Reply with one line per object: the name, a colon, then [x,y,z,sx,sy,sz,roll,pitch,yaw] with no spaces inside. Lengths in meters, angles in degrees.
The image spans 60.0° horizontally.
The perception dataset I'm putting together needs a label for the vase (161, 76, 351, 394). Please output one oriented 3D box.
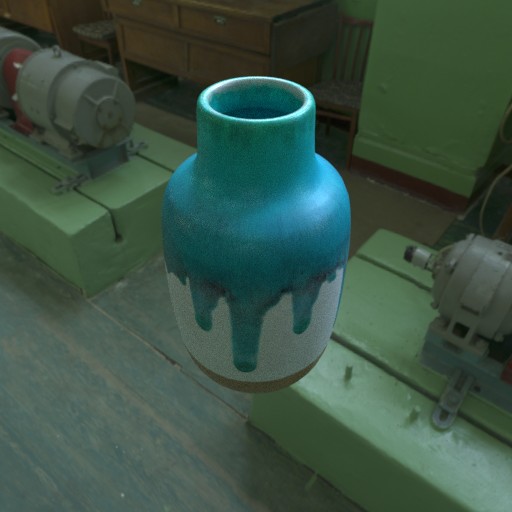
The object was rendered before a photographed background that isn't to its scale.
vase: [0.000,0.000,0.262,0.106,0.192,0.106,0,42,0]
